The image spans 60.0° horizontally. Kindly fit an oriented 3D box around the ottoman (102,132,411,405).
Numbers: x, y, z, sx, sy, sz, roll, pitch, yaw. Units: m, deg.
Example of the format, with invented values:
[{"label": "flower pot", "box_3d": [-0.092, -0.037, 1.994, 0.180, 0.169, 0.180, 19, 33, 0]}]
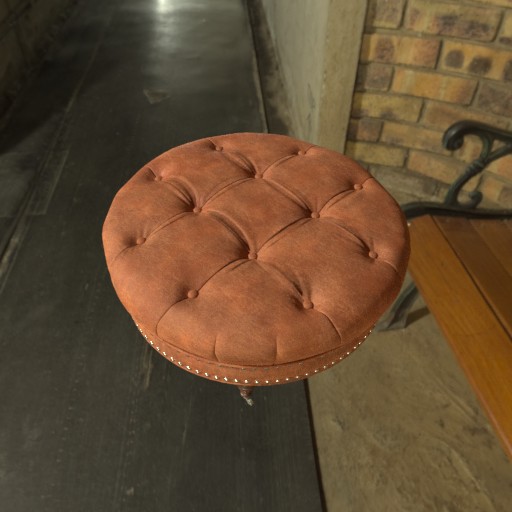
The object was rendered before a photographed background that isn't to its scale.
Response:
[{"label": "ottoman", "box_3d": [0.000, 0.000, 1.424, 0.901, 0.444, 0.901, 0, 47, 0]}]
